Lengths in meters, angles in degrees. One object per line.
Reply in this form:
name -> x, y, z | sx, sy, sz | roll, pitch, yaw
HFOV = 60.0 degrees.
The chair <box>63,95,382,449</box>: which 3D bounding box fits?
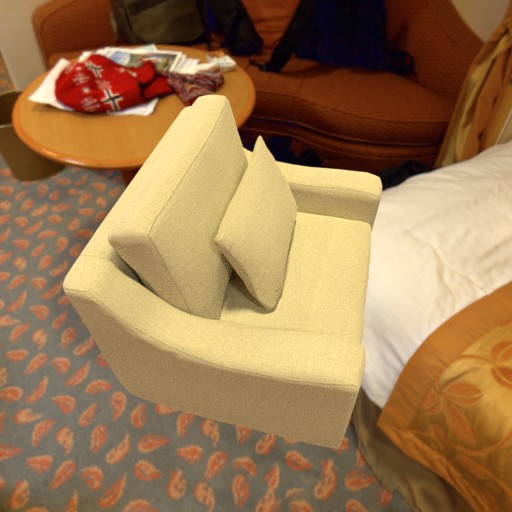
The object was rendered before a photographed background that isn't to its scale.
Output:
chair -> 0.000, 0.000, 1.941 | 1.009, 1.016, 1.178 | 11, 49, 9
